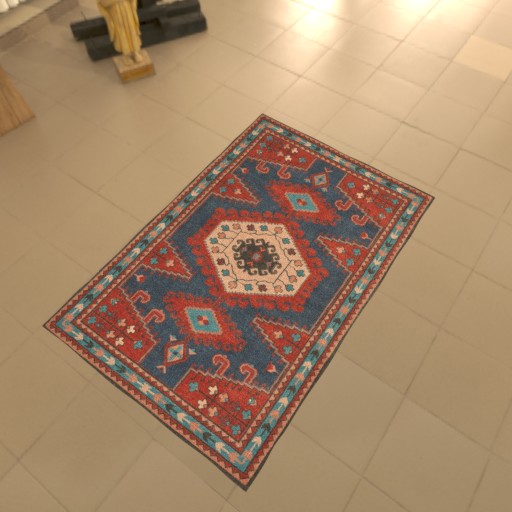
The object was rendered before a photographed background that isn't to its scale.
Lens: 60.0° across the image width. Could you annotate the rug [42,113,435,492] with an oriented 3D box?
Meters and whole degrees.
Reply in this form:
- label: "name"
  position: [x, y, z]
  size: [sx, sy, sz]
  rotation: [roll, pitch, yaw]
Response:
- label: "rug"
  position: [0.000, 0.000, 2.307]
  size: [1.207, 0.012, 1.820]
  rotation: [31, 63, 18]
